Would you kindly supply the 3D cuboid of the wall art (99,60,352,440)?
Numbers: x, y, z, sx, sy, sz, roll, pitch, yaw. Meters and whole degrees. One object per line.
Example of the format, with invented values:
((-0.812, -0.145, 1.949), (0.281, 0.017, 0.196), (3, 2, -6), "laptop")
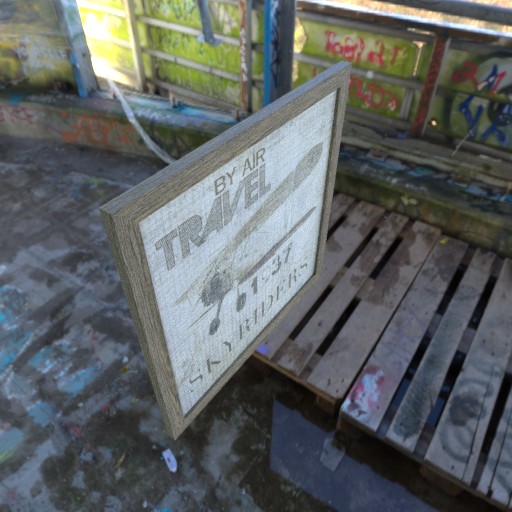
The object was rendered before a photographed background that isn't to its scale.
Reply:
((0.000, 0.000, 0.766), (0.019, 0.508, 0.508), (27, 50, 26), "wall art")
